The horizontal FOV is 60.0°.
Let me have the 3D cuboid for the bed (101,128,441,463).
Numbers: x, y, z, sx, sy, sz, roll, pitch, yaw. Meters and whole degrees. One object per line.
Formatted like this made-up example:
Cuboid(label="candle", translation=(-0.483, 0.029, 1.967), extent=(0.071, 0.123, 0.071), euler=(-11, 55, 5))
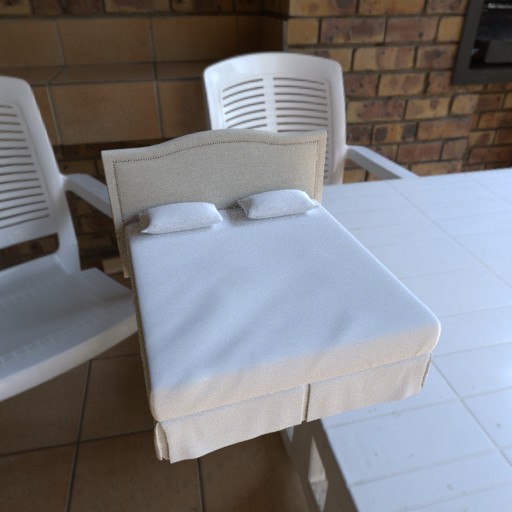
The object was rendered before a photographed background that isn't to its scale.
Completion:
Cuboid(label="bed", translation=(0.000, 0.000, 3.474), extent=(2.083, 1.421, 2.182), euler=(-10, 33, -15))
